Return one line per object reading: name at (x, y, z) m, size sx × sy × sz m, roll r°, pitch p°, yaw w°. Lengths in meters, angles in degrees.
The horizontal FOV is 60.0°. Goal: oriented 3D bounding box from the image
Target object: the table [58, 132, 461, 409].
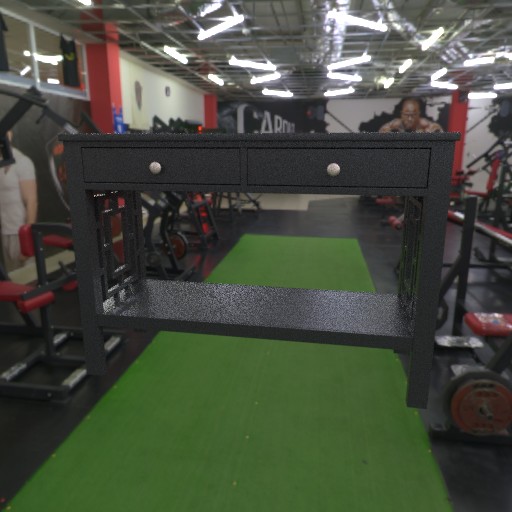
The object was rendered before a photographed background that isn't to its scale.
table at (0.000, 0.000, 1.423) m, size 1.068 × 0.753 × 0.397 m, roll 3°, pitch 15°, yaw 10°
